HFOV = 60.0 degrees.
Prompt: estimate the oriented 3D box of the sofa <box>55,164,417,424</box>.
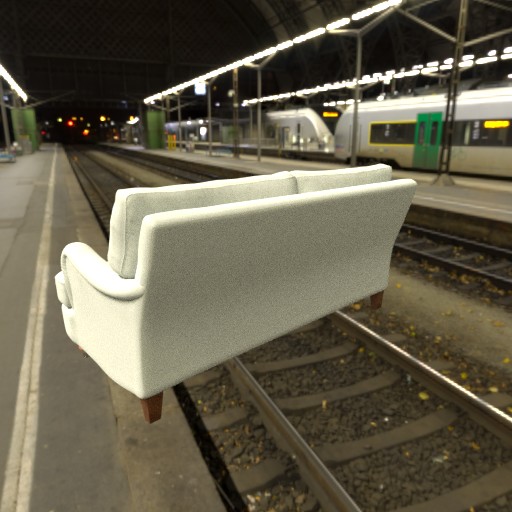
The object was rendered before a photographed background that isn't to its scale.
[{"bbox_3d":[0.000,0.000,2.827,2.193,1.096,1.069,-15,21,-43],"label":"sofa"}]
